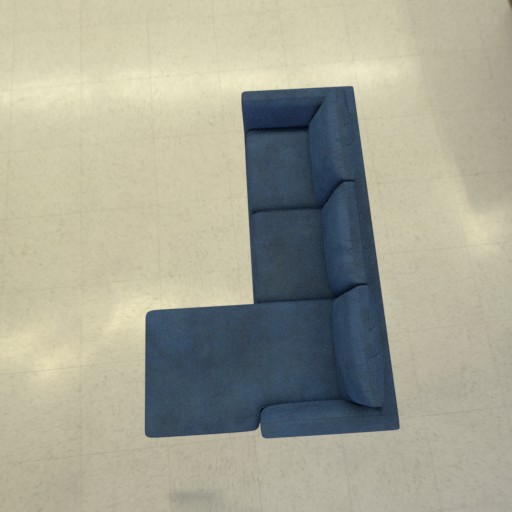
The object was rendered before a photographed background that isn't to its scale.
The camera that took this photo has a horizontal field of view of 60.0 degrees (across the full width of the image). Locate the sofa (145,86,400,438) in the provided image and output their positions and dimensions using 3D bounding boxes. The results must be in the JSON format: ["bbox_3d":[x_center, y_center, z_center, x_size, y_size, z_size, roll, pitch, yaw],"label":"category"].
[{"bbox_3d":[0.000,0.000,3.243,1.622,0.987,2.438,-3,75,-1],"label":"sofa"}]
